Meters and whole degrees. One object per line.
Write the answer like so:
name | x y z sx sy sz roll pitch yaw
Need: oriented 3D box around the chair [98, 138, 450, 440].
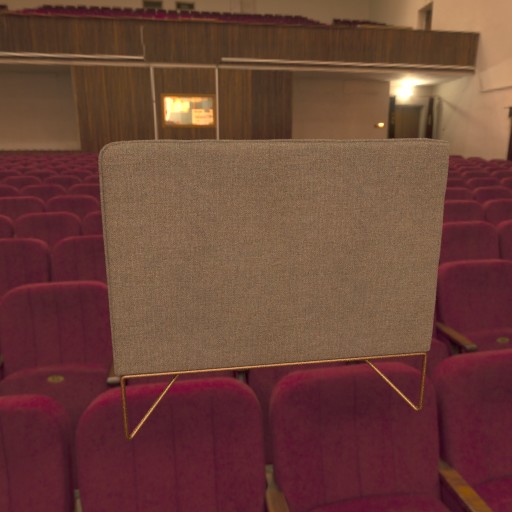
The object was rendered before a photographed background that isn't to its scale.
chair | 0.000 0.000 1.605 0.912 0.799 0.920 -2 13 -9
